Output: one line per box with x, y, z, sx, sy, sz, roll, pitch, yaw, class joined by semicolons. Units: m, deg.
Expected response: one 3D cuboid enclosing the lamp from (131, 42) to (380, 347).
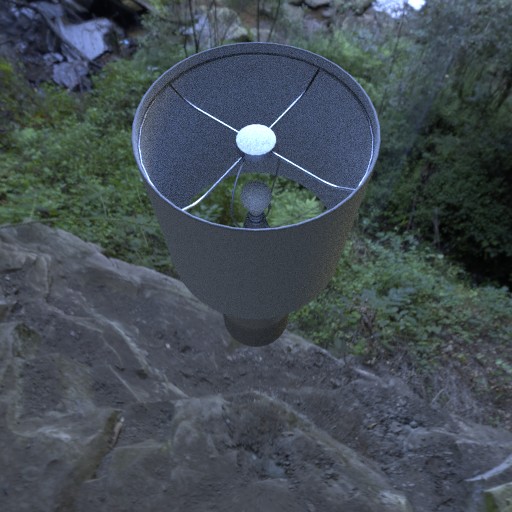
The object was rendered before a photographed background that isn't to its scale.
0.000;0.000;0.598;0.212;0.493;0.212;34;68;16;lamp
